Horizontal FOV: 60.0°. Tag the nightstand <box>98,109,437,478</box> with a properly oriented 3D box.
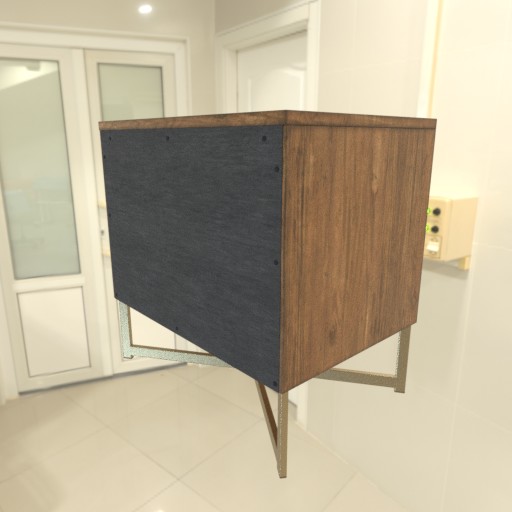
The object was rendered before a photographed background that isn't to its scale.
[{"bbox_3d":[0.000,0.000,1.041,0.446,0.610,0.610,-13,20,-41],"label":"nightstand"}]
